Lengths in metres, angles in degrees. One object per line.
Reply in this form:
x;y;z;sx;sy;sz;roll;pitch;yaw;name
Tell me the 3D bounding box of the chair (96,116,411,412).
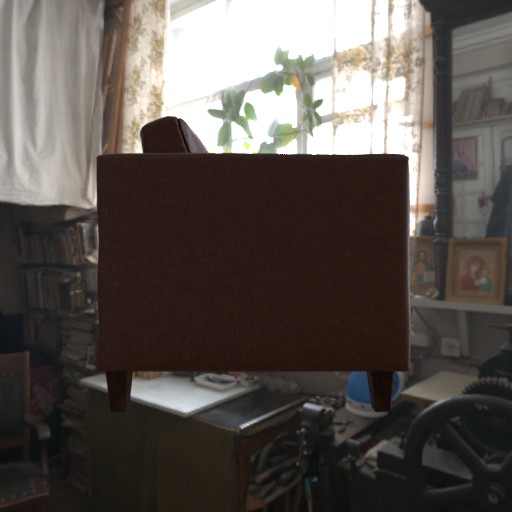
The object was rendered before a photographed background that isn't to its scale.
0.000;0.000;1.815;0.959;0.917;1.107;0;1;0;chair
